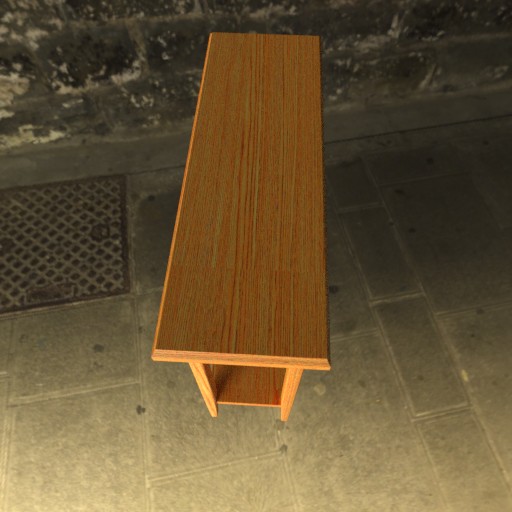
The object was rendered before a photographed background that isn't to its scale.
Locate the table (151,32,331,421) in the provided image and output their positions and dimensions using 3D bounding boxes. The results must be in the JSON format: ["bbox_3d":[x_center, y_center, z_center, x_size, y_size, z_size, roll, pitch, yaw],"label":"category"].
[{"bbox_3d":[0.000,0.000,1.117,0.254,0.711,0.762,3,59,2],"label":"table"}]
